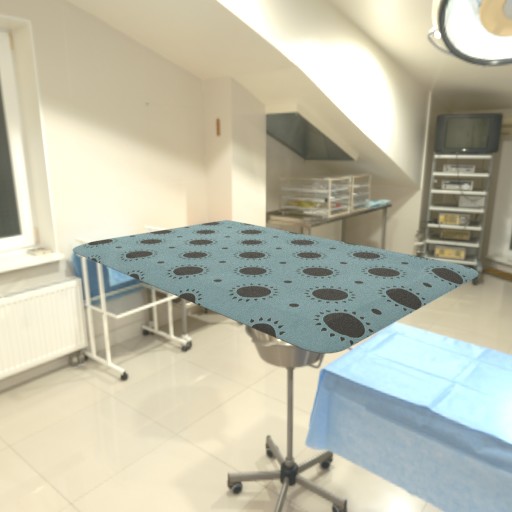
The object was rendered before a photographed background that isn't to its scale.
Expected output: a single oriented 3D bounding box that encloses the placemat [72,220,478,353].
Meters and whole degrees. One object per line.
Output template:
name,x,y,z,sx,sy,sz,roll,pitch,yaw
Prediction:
placemat,0.000,0.000,0.957,0.508,0.021,0.762,-14,20,-43
